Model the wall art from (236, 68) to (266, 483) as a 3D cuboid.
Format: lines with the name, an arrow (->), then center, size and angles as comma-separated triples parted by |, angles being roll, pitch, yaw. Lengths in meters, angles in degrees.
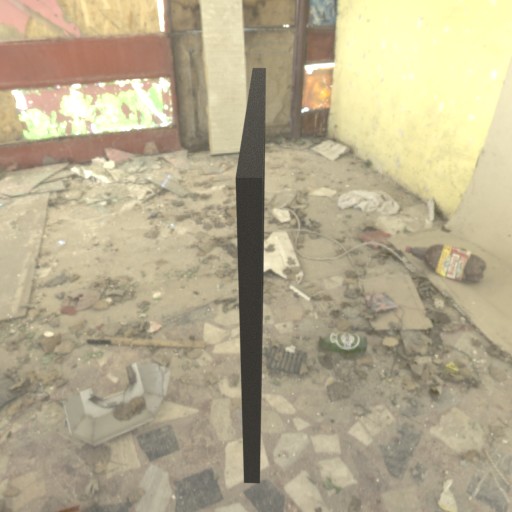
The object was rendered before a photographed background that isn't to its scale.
wall art -> 0.000, 0.000, 1.138 | 0.038, 0.763, 0.763 | 1, 34, 1
